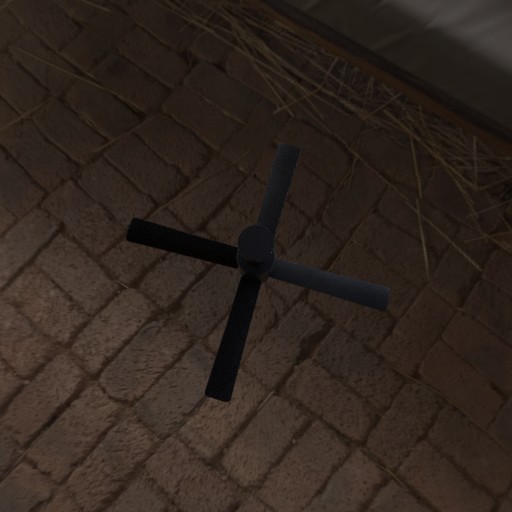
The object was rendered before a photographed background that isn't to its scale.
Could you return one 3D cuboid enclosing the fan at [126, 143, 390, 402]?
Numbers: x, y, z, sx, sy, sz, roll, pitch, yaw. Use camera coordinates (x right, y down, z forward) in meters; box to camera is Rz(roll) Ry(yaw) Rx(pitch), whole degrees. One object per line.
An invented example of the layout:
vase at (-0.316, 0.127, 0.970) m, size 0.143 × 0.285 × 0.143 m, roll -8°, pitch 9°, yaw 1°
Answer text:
fan at (0.000, 0.000, 2.333) m, size 1.525 × 0.534 × 1.525 m, roll 16°, pitch 77°, yaw 4°
